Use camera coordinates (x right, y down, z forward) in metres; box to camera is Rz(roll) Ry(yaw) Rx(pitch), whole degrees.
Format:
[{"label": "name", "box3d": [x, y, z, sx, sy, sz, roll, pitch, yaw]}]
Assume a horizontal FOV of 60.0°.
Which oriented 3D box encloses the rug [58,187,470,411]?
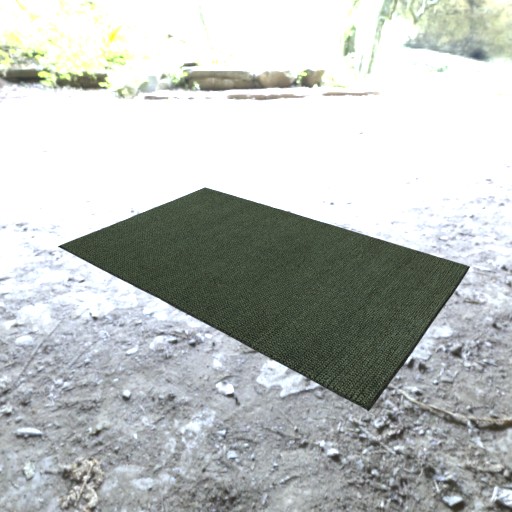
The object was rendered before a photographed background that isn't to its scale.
[{"label": "rug", "box3d": [0.000, 0.000, 3.077, 2.443, 0.021, 1.538, 21, 35, 32]}]
